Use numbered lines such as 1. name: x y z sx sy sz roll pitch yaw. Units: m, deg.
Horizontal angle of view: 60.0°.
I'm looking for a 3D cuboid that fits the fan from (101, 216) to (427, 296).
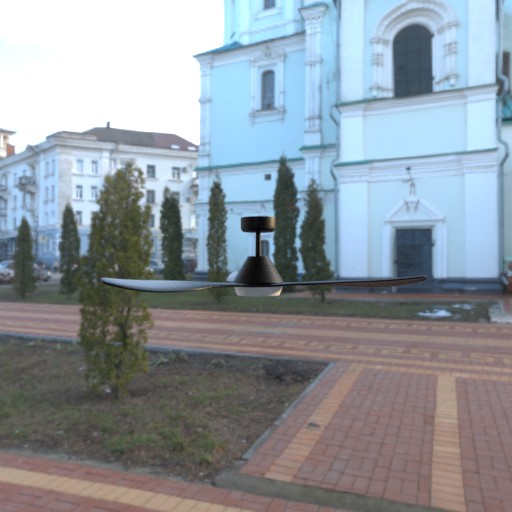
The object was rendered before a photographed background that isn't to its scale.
1. fan: 0.000 0.000 1.644 1.067 0.305 1.067 -1 -1 36
